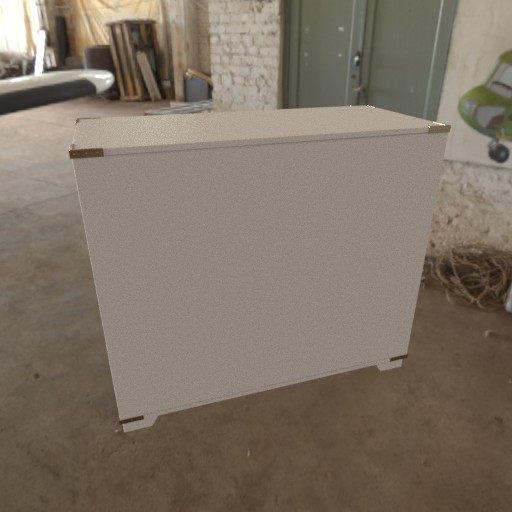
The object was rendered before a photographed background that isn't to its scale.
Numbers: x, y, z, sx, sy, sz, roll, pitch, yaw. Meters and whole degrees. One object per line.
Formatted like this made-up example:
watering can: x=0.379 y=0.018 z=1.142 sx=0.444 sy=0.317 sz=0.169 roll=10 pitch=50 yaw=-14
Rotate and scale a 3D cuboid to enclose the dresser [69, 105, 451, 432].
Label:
dresser: x=0.000 y=0.000 z=1.516 sx=1.022 sy=0.891 sz=0.460 roll=-8 pitch=27 yaw=-16
